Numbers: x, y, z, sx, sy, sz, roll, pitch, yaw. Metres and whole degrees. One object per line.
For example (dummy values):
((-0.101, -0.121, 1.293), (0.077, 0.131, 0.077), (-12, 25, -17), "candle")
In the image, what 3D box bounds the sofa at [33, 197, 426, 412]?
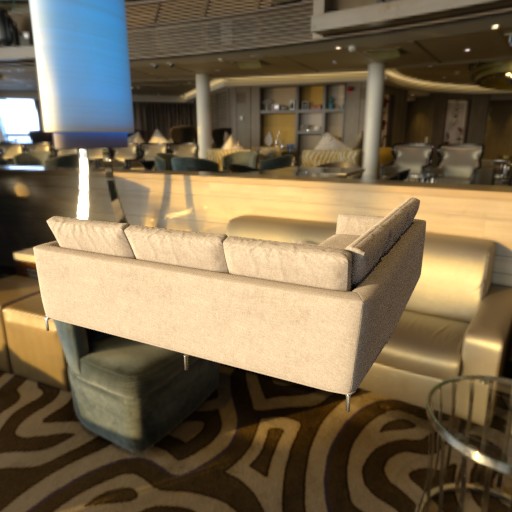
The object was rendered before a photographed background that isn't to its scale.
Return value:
((0.000, 0.000, 3.731), (2.438, 0.864, 2.438), (8, 17, 26), "sofa")
